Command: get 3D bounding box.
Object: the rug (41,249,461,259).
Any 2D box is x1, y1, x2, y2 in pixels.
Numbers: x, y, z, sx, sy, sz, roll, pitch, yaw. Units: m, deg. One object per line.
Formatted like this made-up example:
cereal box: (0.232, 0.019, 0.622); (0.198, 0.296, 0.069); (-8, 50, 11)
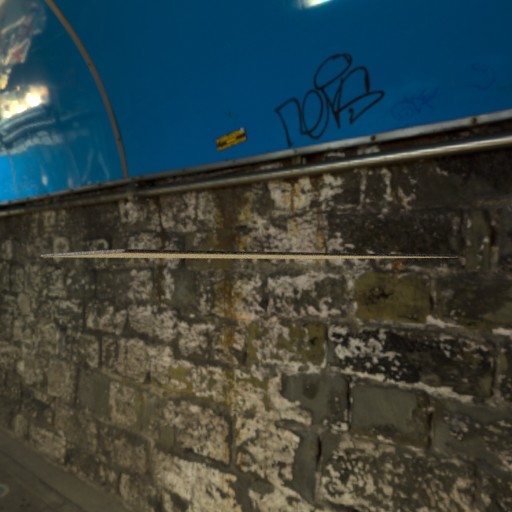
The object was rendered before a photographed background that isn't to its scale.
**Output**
rug: (0.000, 0.000, 2.192); (1.752, 0.013, 1.158); (1, -1, -36)
